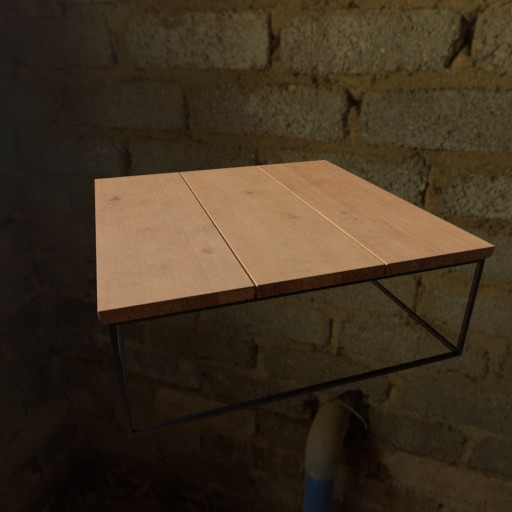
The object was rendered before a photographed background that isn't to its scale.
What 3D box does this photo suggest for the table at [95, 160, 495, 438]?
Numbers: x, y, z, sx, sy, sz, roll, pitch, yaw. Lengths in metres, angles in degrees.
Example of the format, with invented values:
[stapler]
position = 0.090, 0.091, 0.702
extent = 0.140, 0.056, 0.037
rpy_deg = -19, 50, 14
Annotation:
[table]
position = 0.000, 0.000, 1.688
extent = 1.100, 0.400, 1.100
rpy_deg = -8, 27, -17
